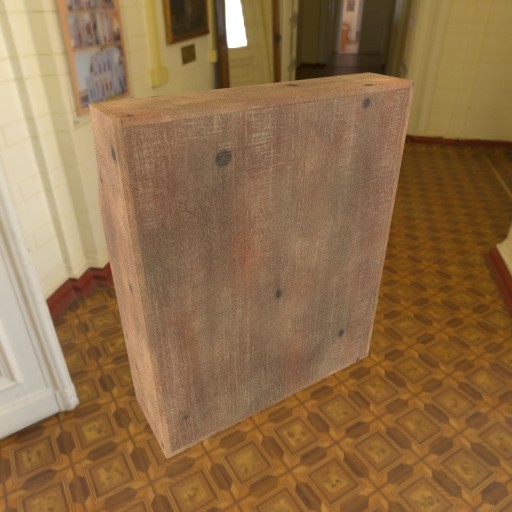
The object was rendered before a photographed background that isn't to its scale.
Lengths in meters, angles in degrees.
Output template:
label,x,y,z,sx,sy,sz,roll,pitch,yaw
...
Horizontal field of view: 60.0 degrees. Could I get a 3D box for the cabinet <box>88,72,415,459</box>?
label,x,y,z,sx,sy,sz,roll,pitch,yaw
cabinet,0.000,0.000,0.815,0.489,0.590,0.184,-18,35,-27
